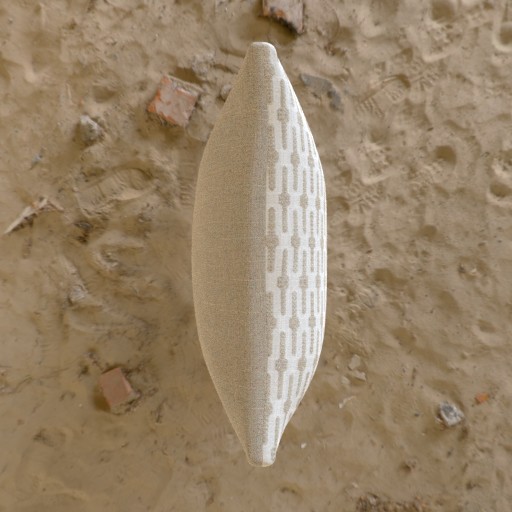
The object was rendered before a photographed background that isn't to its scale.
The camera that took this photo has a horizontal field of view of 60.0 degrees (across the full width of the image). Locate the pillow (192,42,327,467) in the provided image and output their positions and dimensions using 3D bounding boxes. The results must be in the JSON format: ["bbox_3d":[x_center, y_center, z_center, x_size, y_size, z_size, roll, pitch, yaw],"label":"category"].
[{"bbox_3d":[0.000,0.000,0.756,0.219,0.491,0.496,0,89,1],"label":"pillow"}]
